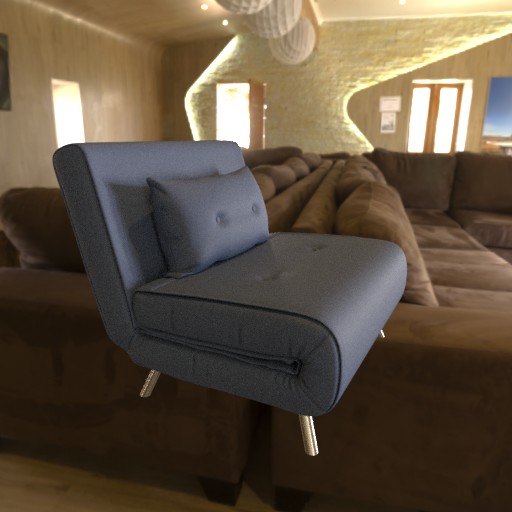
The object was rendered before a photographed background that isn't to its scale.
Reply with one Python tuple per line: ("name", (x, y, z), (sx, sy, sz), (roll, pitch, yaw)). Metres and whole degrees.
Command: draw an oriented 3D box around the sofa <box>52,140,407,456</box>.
("sofa", (0.000, 0.000, 1.721), (0.996, 0.860, 0.999), (8, 17, 27))
